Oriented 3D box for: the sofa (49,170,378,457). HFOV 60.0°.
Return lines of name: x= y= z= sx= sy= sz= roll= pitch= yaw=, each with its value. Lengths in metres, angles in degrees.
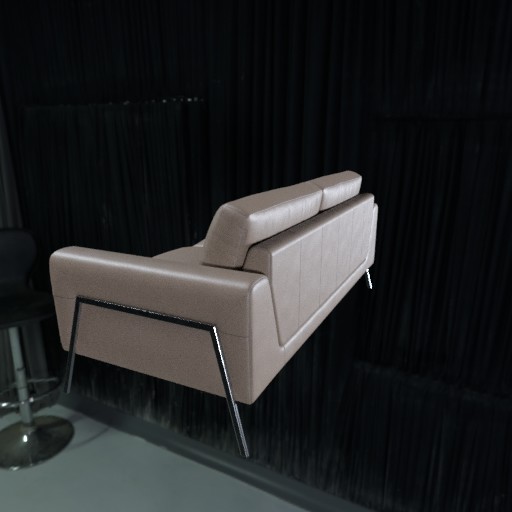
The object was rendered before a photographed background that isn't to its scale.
sofa: x=0.000 y=0.000 z=2.530 sx=0.953 sy=0.875 sz=2.017 roll=8 pitch=17 yaw=25
